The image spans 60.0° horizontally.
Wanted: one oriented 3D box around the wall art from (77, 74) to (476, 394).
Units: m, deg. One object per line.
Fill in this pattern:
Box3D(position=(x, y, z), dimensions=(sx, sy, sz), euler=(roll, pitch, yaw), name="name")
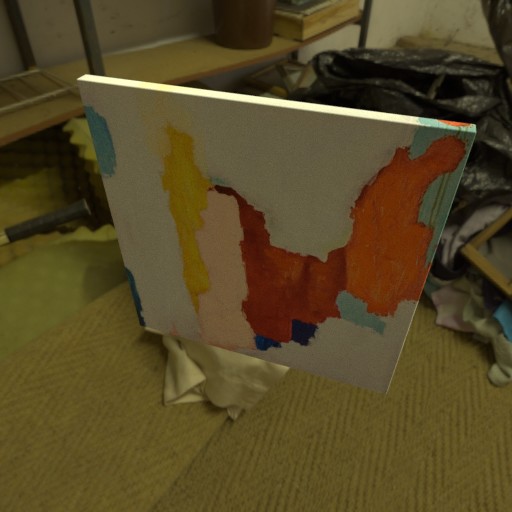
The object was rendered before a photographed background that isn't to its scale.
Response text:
Box3D(position=(0.000, 0.000, 1.423), dimensions=(1.017, 1.017, 0.044), euler=(13, 42, 14), name="wall art")
